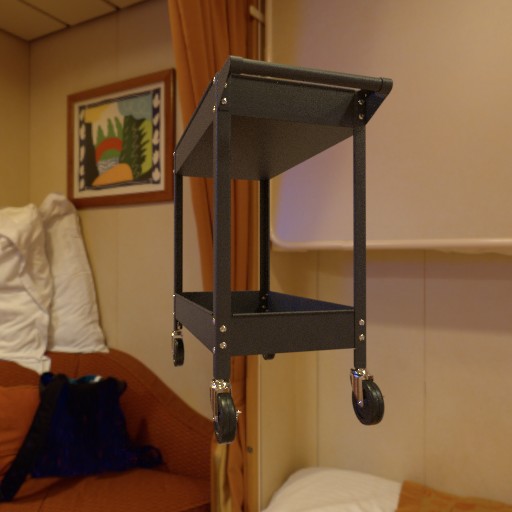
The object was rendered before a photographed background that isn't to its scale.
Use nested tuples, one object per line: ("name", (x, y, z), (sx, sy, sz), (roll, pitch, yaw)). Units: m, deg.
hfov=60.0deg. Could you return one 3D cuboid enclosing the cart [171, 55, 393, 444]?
("cart", (0.000, 0.000, 1.192), (0.366, 0.719, 0.779), (0, -1, -18))
